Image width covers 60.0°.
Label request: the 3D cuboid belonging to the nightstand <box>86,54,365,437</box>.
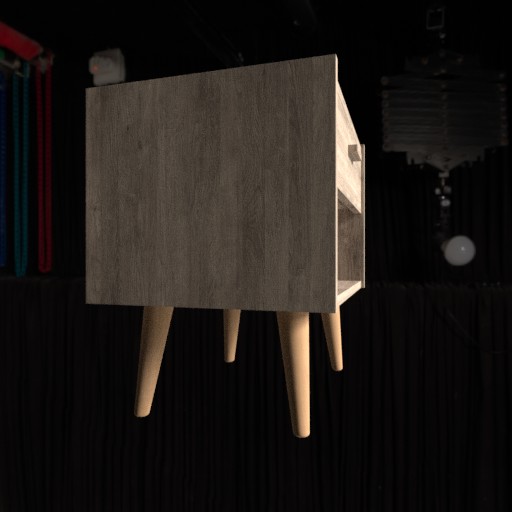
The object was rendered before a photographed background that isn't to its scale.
[{"bbox_3d":[0.000,0.000,0.833,0.380,0.500,0.480,0,0,18],"label":"nightstand"}]
